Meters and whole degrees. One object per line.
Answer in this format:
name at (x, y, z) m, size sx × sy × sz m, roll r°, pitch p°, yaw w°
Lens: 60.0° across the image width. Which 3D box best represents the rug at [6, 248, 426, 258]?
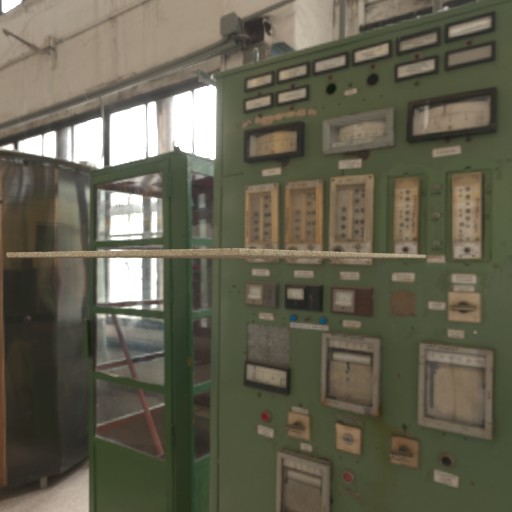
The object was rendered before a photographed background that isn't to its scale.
rug at (0.000, 0.000, 2.817) m, size 1.500 × 0.025 × 2.346 m, roll 0°, pitch -1°, yaw 35°
